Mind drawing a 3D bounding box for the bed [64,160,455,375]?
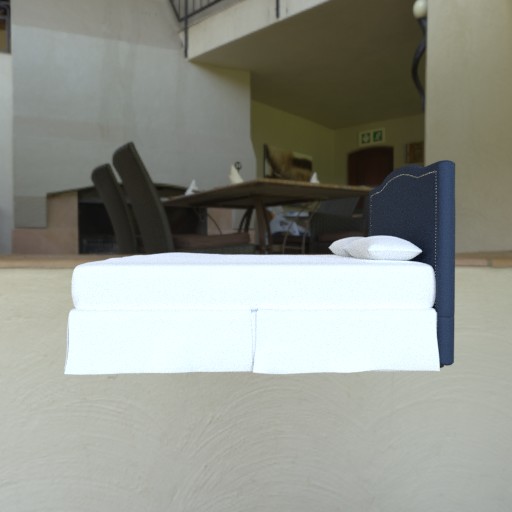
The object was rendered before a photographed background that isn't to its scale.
[{"bbox_3d":[0.000,0.000,3.621,2.507,1.441,1.741,0,2,-1],"label":"bed"}]
